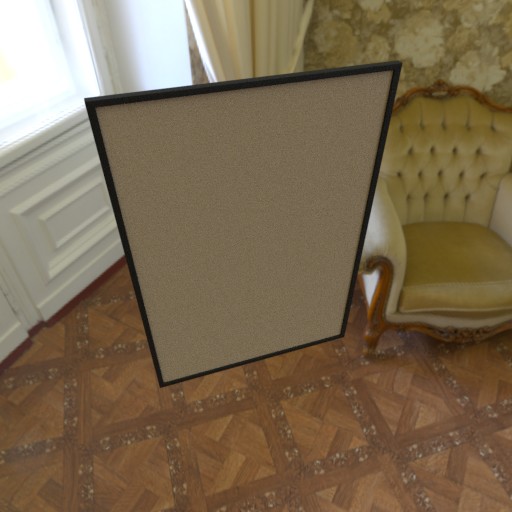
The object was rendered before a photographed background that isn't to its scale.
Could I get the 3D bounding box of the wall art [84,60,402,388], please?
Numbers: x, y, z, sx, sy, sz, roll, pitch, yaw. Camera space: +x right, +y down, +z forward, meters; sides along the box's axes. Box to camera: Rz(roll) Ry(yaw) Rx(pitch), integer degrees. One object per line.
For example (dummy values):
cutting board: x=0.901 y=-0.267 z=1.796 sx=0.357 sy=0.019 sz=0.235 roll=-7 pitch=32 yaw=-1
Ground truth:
wall art: x=0.000 y=0.000 z=0.837 sx=0.460 sy=0.660 sz=0.013 roll=-12 pitch=43 yaw=-13
